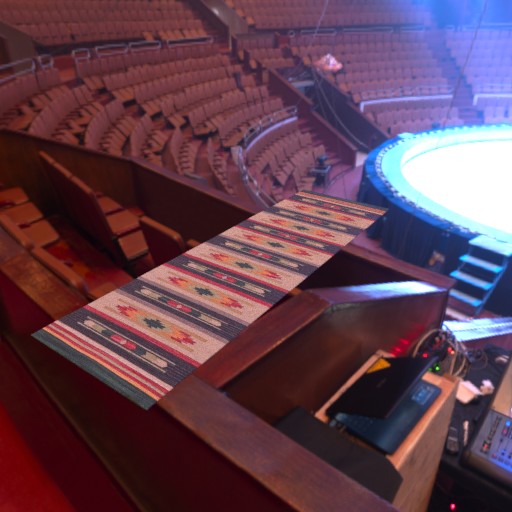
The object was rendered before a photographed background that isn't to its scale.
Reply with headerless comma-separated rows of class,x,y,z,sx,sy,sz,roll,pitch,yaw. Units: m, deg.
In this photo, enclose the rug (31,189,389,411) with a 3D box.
rug,0.000,0.000,2.682,0.760,0.009,2.440,18,33,31
